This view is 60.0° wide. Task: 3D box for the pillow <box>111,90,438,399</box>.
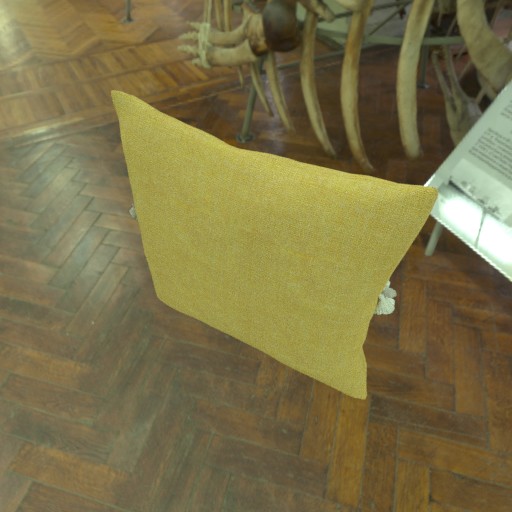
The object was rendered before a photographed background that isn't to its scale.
[{"bbox_3d":[0.000,0.000,0.736,0.485,0.481,0.167,23,50,20],"label":"pillow"}]
